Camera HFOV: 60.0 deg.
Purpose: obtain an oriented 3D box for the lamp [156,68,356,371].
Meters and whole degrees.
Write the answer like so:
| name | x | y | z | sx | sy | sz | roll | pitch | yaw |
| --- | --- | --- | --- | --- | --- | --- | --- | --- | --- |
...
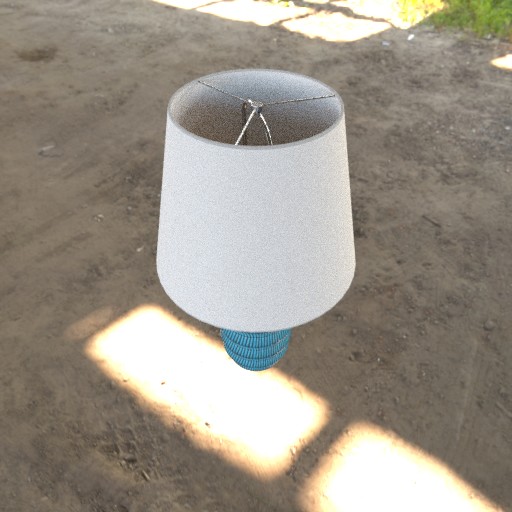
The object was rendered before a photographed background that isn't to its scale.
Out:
| name | x | y | z | sx | sy | sz | roll | pitch | yaw |
| --- | --- | --- | --- | --- | --- | --- | --- | --- | --- |
| lamp | 0.000 | 0.000 | 0.806 | 0.355 | 0.582 | 0.355 | 0 | 44 | 0 |
